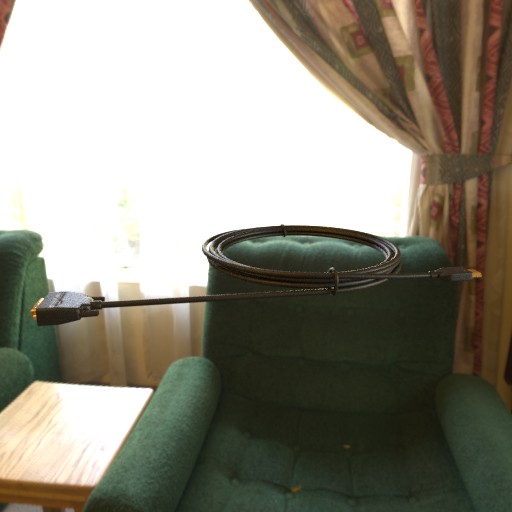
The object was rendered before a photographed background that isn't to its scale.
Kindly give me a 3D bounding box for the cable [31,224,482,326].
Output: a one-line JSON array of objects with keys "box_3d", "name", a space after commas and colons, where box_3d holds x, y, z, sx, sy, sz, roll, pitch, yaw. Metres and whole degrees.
[{"box_3d": [0.000, 0.000, 0.517, 0.422, 0.030, 0.257, -3, 16, -9], "name": "cable"}]
